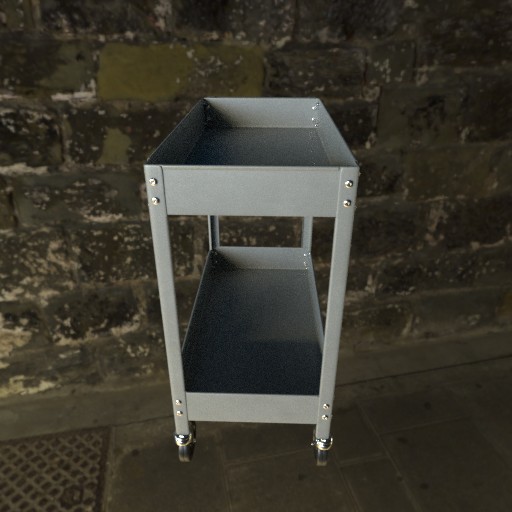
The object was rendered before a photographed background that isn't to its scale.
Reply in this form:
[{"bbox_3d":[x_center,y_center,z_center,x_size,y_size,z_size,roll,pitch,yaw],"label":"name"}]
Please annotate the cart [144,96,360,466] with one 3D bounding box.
[{"bbox_3d":[0.000,0.000,1.186,0.366,0.719,0.779,1,28,2],"label":"cart"}]
